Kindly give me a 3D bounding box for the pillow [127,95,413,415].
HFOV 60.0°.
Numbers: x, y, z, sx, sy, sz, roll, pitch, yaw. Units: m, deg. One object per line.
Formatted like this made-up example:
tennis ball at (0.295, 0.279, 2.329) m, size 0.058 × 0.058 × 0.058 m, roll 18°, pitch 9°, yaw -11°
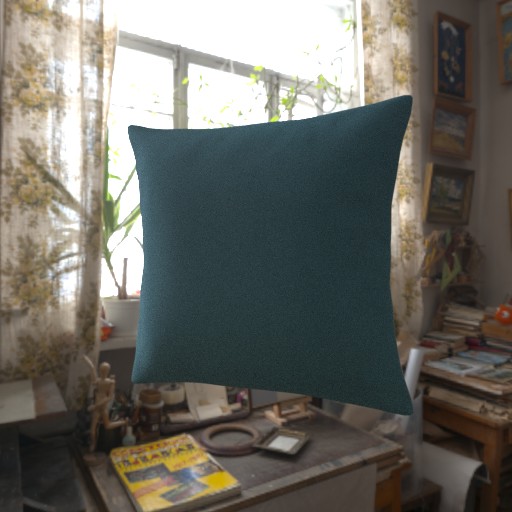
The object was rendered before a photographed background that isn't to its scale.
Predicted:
pillow at (0.000, 0.000, 0.784) m, size 0.526 × 0.507 × 0.166 m, roll 0°, pitch 1°, yaw 19°
